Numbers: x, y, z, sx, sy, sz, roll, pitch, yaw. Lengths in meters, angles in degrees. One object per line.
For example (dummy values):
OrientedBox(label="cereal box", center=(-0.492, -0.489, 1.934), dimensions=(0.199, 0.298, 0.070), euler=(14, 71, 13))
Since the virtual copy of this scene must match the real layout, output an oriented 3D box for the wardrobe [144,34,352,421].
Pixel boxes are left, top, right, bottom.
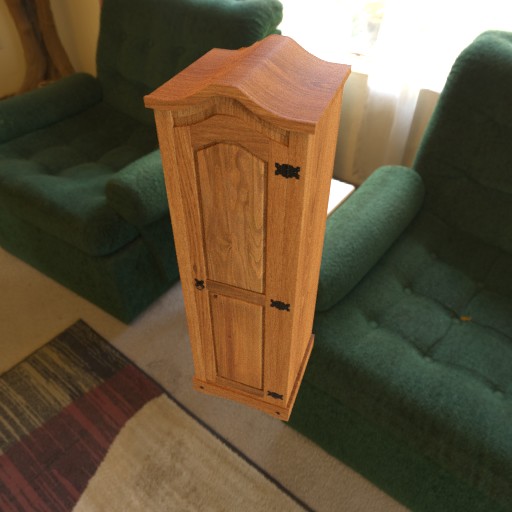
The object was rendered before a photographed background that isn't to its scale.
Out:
OrientedBox(label="wardrobe", center=(0.000, 0.000, 2.168), dimensions=(0.590, 1.870, 0.570), euler=(14, 43, 15))
